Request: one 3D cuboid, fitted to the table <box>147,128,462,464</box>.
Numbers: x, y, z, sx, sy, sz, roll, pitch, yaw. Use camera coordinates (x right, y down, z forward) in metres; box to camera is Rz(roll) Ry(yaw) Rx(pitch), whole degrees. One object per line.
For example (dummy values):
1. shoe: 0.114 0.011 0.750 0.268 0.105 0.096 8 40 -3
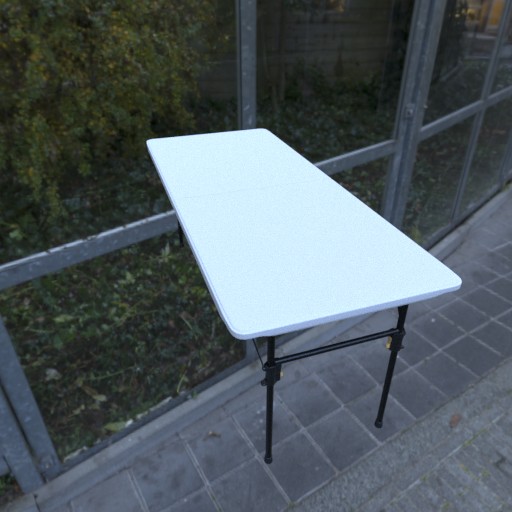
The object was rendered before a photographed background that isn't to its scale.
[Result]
1. table: 0.000 0.000 2.190 0.761 0.719 1.829 -10 33 -16
